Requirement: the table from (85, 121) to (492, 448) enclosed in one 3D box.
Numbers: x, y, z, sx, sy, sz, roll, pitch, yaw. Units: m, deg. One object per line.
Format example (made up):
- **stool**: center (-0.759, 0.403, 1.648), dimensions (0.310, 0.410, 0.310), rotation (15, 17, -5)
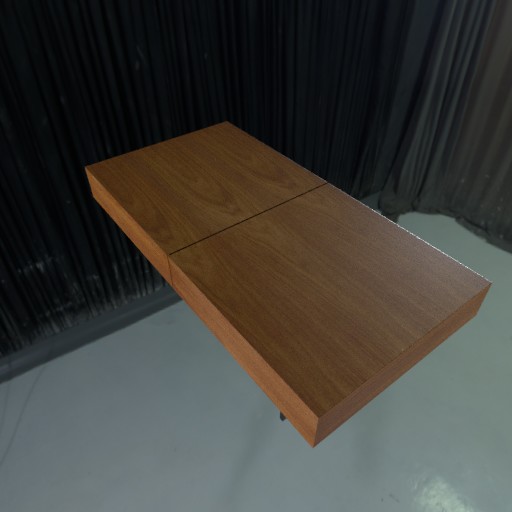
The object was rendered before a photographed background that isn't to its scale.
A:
- **table**: center (0.000, 0.000, 1.459), dimensions (0.610, 0.330, 1.194), rotation (-27, 48, -27)
